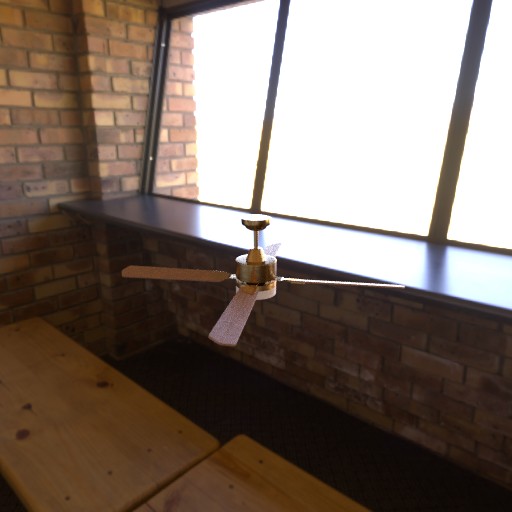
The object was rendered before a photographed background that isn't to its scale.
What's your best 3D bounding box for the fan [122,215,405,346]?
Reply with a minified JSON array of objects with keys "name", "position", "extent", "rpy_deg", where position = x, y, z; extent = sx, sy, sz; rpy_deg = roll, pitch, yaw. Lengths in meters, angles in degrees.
[{"name":"fan","position":[0.000,0.000,2.017],"extent":[1.320,0.355,1.320],"rpy_deg":[3,16,10]}]
